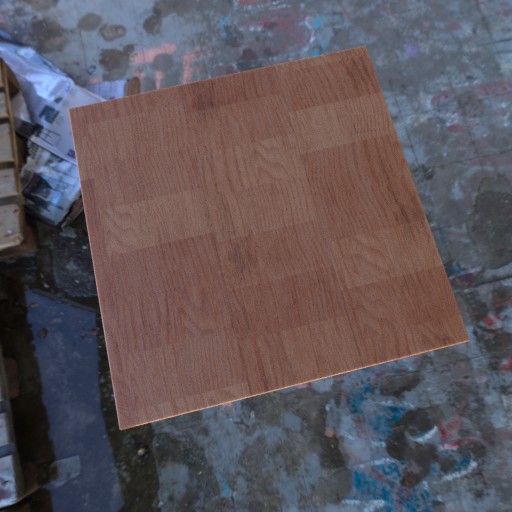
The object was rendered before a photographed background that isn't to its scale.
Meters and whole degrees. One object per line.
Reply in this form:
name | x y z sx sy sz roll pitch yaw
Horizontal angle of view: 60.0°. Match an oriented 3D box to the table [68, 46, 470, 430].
table | 0.000 0.000 1.357 0.747 0.738 0.747 -13 77 -3
